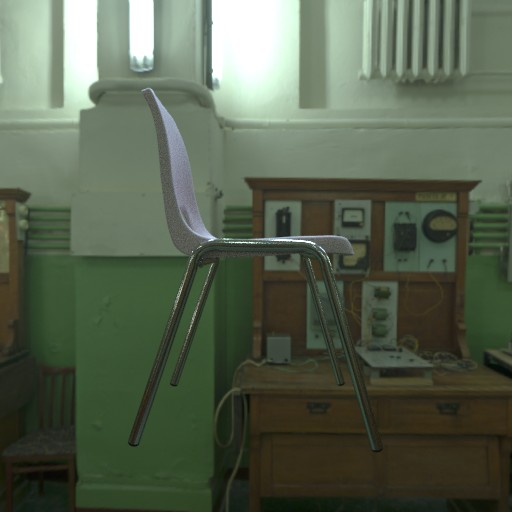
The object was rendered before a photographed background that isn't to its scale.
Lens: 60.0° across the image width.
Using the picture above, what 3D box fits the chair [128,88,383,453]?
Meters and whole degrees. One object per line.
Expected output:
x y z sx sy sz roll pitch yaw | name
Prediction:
0.000 0.000 0.927 0.436 0.653 0.381 0 1 1 | chair
